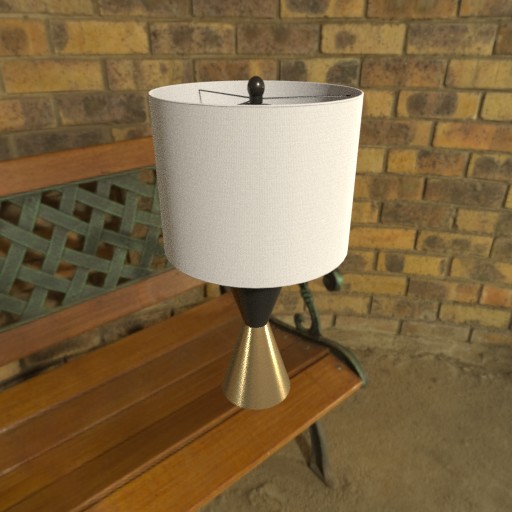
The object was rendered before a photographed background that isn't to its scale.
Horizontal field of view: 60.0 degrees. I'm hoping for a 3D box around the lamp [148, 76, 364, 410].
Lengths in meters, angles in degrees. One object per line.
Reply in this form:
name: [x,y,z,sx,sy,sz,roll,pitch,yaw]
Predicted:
lamp: [0.000,0.000,0.759,0.304,0.573,0.304,8,28,16]
